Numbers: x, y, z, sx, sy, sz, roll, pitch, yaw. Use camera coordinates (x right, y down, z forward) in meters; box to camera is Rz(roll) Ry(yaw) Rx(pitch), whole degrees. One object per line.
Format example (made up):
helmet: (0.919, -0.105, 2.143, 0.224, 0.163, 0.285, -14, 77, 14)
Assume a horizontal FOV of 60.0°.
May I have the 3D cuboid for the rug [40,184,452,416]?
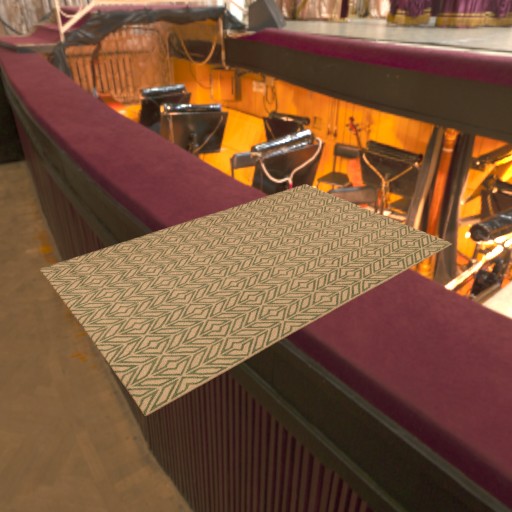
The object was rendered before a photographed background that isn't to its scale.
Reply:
rug: (0.000, 0.000, 3.062, 2.435, 0.011, 1.517, -22, 37, -33)
